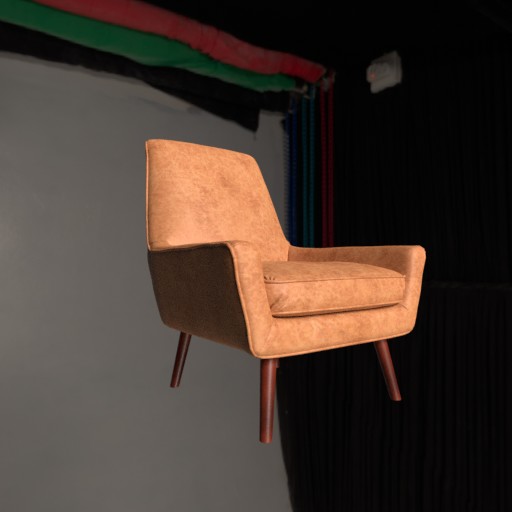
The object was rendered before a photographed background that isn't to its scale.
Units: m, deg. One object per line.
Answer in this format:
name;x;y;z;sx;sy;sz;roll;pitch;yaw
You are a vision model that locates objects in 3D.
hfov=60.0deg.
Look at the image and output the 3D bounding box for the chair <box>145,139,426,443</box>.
chair;0.000;0.000;1.506;0.753;0.883;0.851;0;0;-37
